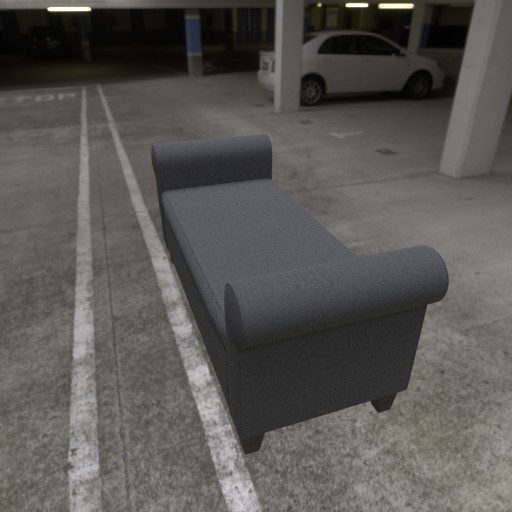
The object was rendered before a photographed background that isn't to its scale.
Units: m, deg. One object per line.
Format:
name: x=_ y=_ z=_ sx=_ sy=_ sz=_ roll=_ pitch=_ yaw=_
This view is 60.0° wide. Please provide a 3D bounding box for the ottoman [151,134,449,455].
ottoman: x=0.000 y=0.000 z=1.570 sx=0.521 sy=0.547 sz=1.256 roll=-10 pitch=31 yaw=-17
